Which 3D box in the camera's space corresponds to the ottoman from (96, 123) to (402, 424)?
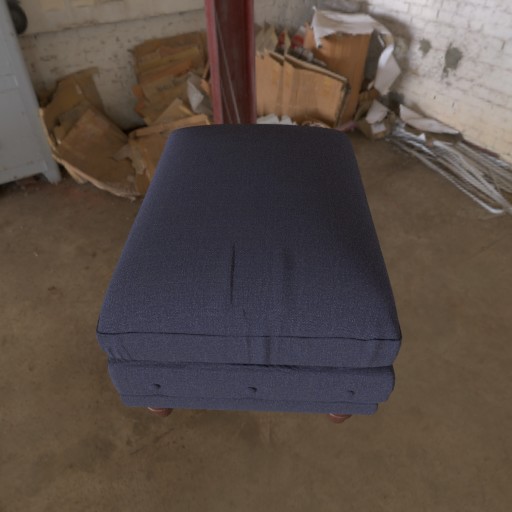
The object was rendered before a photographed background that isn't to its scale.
[{"bbox_3d":[0.000,0.000,1.131,0.558,0.486,0.767,1,41,2],"label":"ottoman"}]
